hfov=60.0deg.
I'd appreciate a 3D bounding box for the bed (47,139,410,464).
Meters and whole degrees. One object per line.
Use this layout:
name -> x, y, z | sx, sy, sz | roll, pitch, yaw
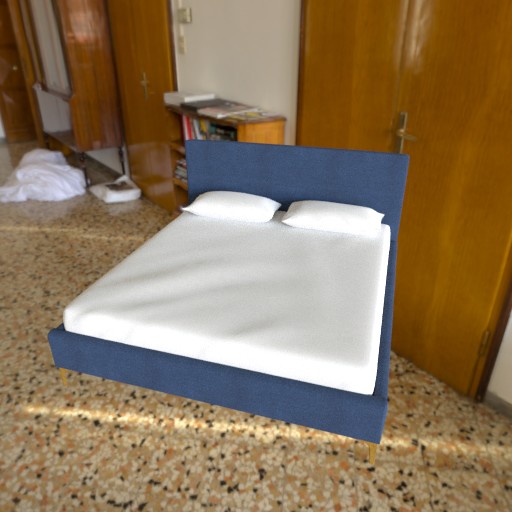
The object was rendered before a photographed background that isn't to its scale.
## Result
bed -> 0.000, 0.000, 3.394 | 2.096, 1.231, 2.232 | 8, 28, 15
